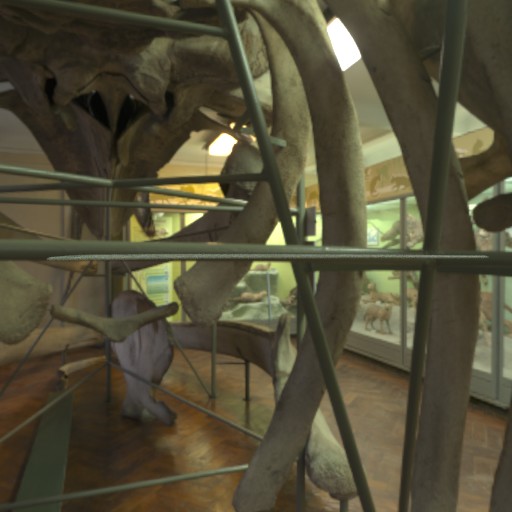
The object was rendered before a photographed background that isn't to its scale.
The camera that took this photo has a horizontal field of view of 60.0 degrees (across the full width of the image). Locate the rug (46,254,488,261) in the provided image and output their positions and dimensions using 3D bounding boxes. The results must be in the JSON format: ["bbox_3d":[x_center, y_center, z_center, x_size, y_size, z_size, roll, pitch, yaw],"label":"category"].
[{"bbox_3d":[0.000,0.000,2.307,1.830,0.016,1.224,0,1,-18],"label":"rug"}]
